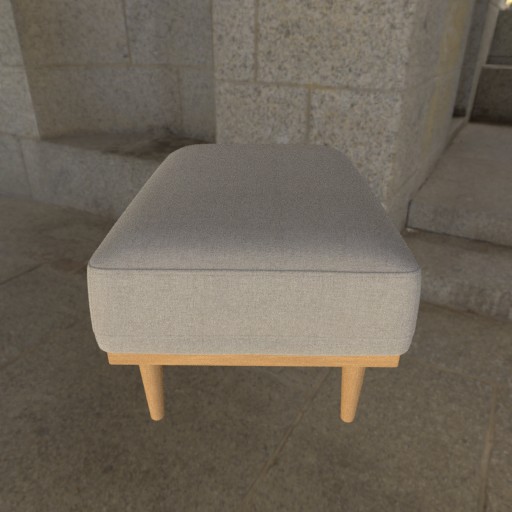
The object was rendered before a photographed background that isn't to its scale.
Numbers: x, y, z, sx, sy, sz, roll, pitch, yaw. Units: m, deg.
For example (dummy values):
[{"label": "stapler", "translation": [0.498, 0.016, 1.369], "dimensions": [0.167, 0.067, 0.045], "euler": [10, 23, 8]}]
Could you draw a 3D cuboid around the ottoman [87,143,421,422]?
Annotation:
[{"label": "ottoman", "translation": [0.000, 0.000, 1.074], "dimensions": [0.549, 0.428, 0.749], "euler": [0, 27, 1]}]
